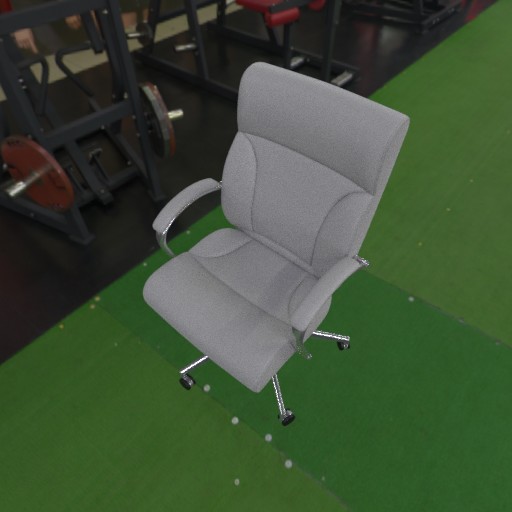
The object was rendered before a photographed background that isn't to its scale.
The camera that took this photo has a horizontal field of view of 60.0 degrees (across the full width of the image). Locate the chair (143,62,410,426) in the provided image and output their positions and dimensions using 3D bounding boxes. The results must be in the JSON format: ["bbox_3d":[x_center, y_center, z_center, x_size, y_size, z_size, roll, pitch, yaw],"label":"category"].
[{"bbox_3d":[0.000,0.000,1.599,0.727,1.099,0.745,33,54,27],"label":"chair"}]
